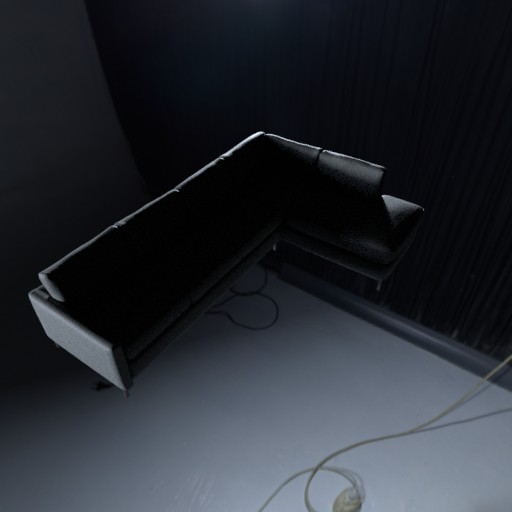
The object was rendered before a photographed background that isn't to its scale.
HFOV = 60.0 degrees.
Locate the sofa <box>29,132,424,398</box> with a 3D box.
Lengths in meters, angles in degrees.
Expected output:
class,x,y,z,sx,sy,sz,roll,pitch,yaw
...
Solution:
class,x,y,z,sx,sy,sz,roll,pitch,yaw
sofa,0.000,0.000,3.806,1.984,0.858,2.972,24,46,26
